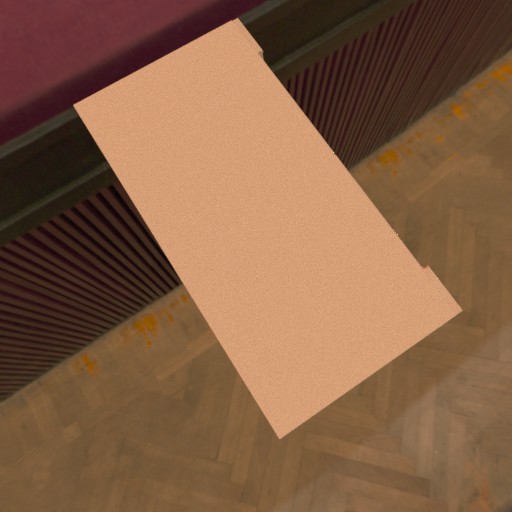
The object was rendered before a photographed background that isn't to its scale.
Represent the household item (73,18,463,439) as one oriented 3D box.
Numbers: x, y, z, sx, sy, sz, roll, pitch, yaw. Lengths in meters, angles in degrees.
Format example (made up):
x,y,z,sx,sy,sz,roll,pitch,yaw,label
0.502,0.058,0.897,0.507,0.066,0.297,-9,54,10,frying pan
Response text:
x,y,z,sx,sy,sz,roll,pitch,yaw,label
0.000,0.000,1.318,0.420,0.870,0.800,-32,78,-8,household item
